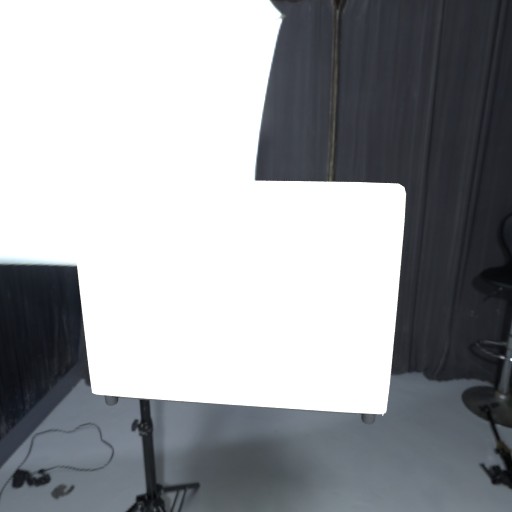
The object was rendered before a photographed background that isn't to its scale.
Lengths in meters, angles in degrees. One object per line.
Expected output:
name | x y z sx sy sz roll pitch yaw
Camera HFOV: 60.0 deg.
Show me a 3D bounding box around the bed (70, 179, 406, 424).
bed | 0.000 0.000 3.341 1.748 1.330 2.142 2 16 6
